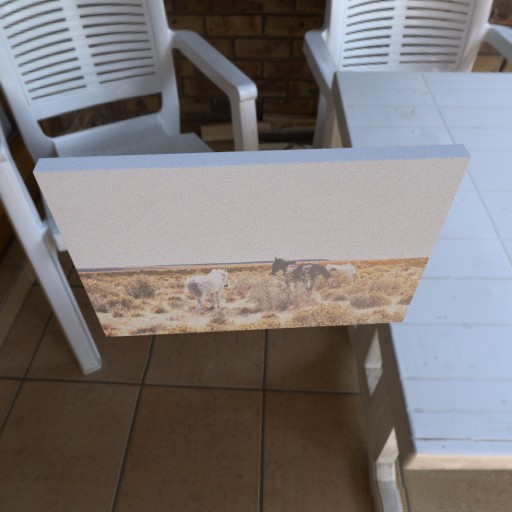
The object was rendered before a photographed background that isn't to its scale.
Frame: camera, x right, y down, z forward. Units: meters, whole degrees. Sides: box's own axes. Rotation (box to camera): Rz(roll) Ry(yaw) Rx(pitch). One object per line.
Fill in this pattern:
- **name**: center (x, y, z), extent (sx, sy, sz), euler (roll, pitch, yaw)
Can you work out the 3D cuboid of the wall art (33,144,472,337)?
- **wall art**: center (0.000, 0.000, 1.159), extent (0.914, 0.610, 0.050), euler (-2, 47, -2)
